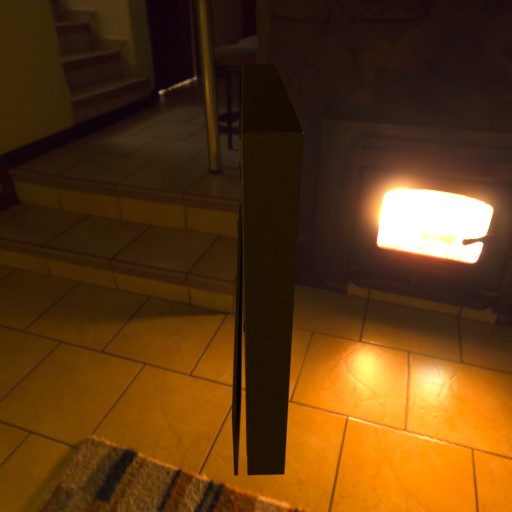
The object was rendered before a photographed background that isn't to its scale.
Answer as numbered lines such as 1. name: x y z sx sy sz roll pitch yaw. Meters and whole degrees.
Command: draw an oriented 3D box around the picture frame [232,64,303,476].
1. picture frame: 0.000 0.000 0.393 0.042 0.284 0.232 -1 31 -1
